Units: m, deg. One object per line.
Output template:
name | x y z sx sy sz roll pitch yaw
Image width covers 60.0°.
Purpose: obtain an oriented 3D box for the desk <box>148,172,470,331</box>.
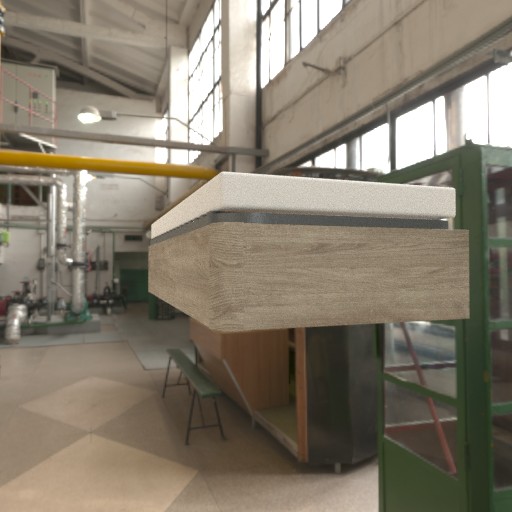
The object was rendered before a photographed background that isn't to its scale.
desk | 0.000 0.000 2.266 0.900 0.455 1.900 0 -1 -19
